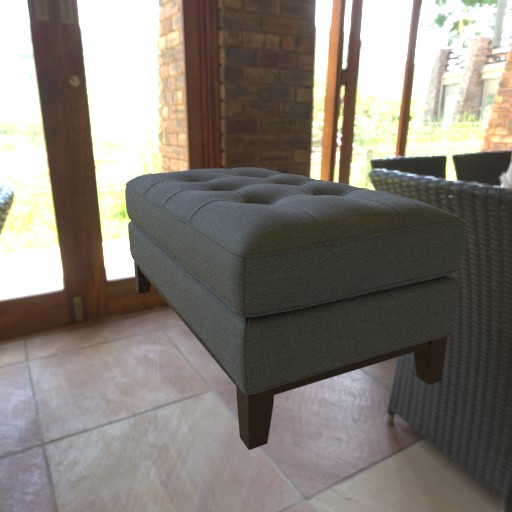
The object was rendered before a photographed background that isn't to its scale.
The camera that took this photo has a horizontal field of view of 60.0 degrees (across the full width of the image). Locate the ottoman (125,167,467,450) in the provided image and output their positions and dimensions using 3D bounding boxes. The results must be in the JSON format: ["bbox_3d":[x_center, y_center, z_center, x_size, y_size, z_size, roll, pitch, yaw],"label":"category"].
[{"bbox_3d":[0.000,0.000,1.492,0.648,0.514,1.143,-8,19,-26],"label":"ottoman"}]
